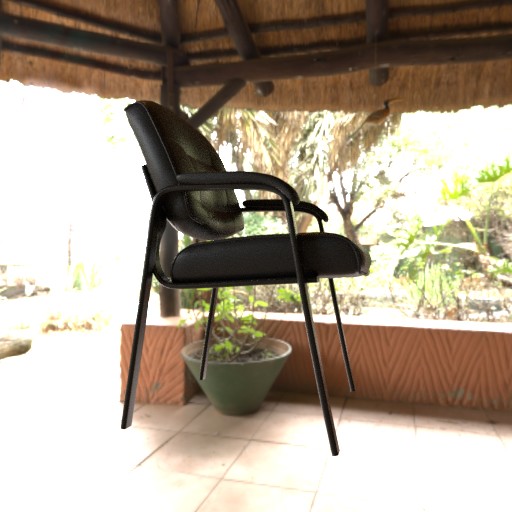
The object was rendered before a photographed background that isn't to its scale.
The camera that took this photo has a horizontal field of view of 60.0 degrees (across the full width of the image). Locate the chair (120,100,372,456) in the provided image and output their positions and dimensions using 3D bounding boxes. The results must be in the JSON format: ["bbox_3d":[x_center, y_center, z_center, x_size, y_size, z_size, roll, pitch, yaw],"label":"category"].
[{"bbox_3d":[0.000,0.000,1.335,0.668,0.910,0.591,0,-1,17],"label":"chair"}]
